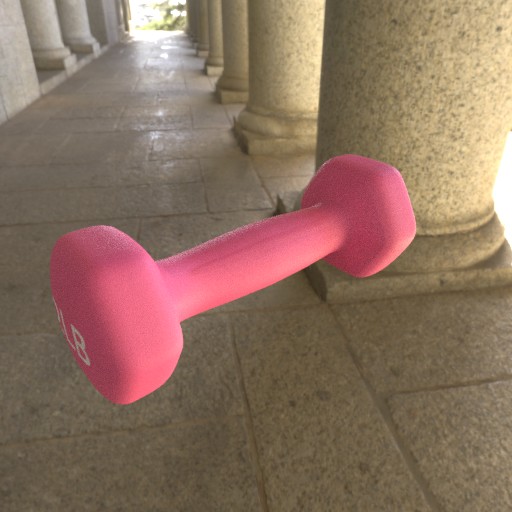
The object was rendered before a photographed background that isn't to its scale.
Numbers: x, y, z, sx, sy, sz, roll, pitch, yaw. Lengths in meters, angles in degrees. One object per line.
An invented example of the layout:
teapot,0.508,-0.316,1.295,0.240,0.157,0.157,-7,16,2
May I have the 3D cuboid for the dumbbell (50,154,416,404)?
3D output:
dumbbell,0.000,0.000,0.173,0.146,0.053,0.058,-22,36,-33
